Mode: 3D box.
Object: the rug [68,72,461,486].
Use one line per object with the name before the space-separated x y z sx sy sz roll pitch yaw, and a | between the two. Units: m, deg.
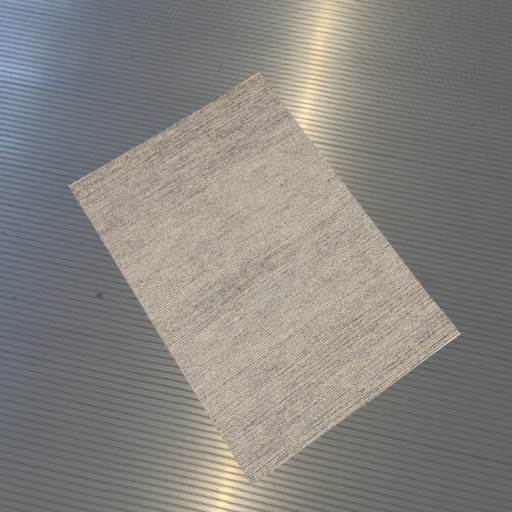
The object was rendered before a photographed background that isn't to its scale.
rug | 0.000 0.000 2.943 1.604 0.030 2.307 -33 79 -8
